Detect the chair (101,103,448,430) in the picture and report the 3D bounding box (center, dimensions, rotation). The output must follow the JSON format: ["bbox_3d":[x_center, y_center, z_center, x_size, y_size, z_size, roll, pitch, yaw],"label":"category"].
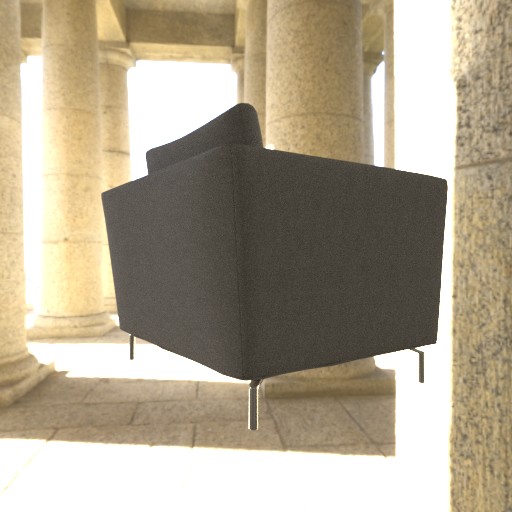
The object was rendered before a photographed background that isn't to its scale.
[{"bbox_3d":[0.000,0.000,1.662,0.889,0.864,1.041,0,0,-35],"label":"chair"}]
